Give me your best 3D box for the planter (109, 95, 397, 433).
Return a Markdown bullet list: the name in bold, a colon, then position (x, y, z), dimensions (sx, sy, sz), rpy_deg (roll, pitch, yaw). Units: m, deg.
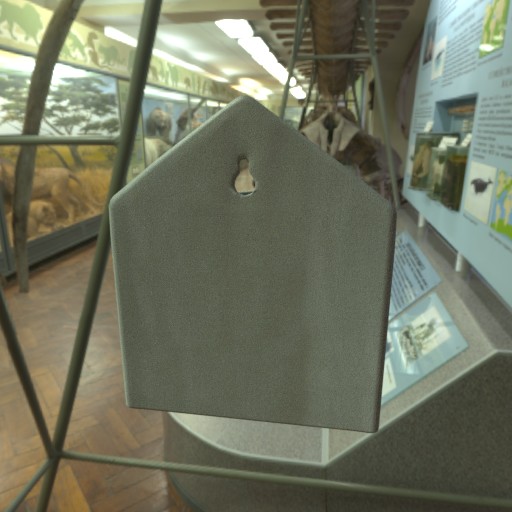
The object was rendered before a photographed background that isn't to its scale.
- **planter**: position (0.000, 0.000, 0.290), dimensions (0.163, 0.194, 0.080), rpy_deg (3, 16, 9)
